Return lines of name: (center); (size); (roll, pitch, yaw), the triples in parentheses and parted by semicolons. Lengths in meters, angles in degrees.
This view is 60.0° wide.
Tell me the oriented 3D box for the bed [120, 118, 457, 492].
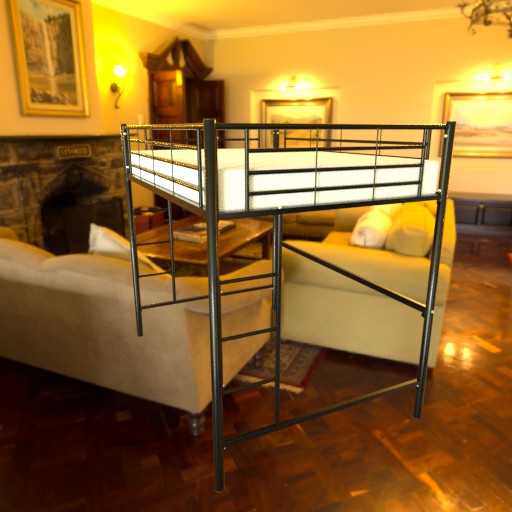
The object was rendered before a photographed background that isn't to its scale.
bed: (0.000, 0.000, 3.132); (1.397, 1.803, 1.994); (-8, 18, -25)
